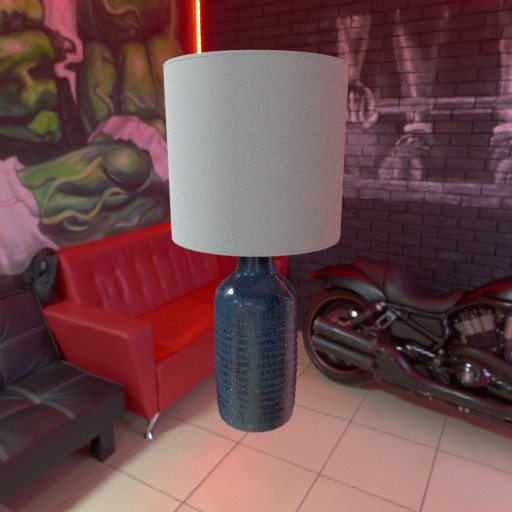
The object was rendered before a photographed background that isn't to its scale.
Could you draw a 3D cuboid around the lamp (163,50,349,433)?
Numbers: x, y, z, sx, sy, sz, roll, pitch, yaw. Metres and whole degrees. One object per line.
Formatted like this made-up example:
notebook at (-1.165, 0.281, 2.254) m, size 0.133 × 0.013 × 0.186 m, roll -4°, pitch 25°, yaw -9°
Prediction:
lamp at (0.000, 0.000, 0.600) m, size 0.220 × 0.475 × 0.220 m, roll -8°, pitch 17°, yaw -27°
